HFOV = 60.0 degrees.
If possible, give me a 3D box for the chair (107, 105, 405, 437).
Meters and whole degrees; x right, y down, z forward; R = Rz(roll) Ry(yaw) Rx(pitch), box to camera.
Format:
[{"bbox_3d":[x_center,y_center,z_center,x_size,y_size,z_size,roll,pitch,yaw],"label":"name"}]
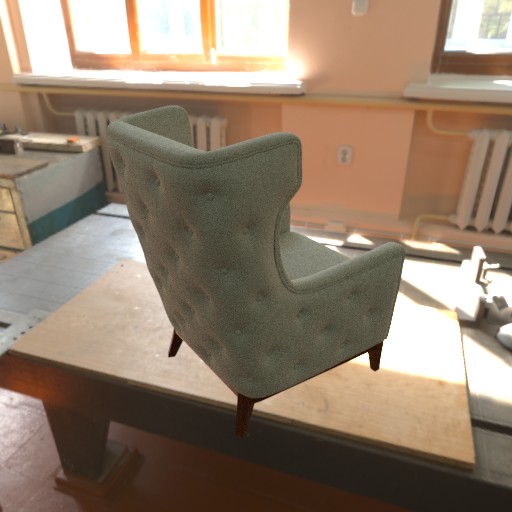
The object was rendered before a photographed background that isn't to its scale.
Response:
[{"bbox_3d":[0.000,0.000,1.735,0.899,1.079,0.778,-18,32,-32],"label":"chair"}]
